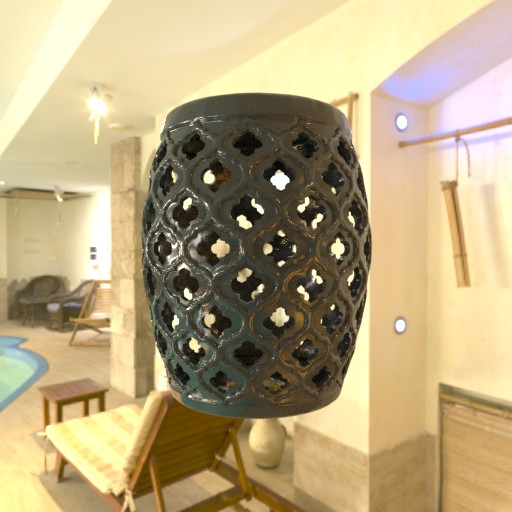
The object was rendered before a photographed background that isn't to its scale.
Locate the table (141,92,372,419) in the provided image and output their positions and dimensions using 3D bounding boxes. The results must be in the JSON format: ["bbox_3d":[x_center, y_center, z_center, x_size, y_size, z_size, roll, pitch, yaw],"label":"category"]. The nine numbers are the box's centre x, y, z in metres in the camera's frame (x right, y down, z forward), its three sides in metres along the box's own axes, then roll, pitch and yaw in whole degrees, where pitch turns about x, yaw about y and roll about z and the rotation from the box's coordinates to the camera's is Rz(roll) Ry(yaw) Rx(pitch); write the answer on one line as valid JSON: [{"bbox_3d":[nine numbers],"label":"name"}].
[{"bbox_3d":[0.000,0.000,0.646,0.325,0.388,0.325,0,1,0],"label":"table"}]
